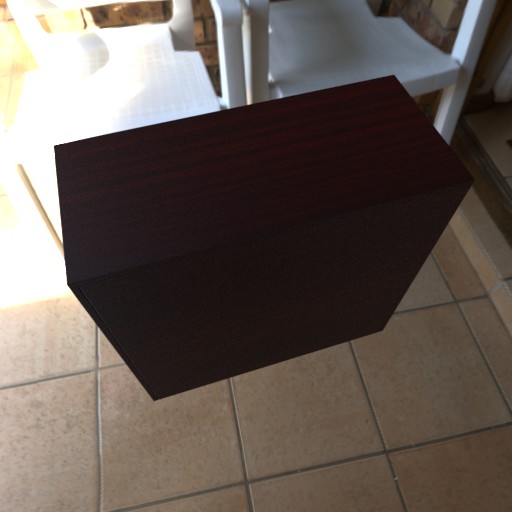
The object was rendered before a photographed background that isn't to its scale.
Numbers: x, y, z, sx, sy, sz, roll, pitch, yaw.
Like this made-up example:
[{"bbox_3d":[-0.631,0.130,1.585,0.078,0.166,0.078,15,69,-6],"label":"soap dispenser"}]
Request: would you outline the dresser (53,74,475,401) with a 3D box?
[{"bbox_3d":[0.000,0.000,1.167,0.750,0.720,0.360,-15,59,-9],"label":"dresser"}]
